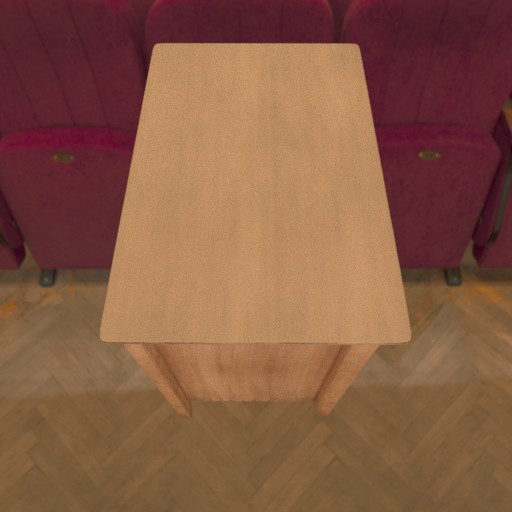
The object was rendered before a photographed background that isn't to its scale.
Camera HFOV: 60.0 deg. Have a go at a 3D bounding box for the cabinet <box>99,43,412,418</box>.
[{"bbox_3d":[0.000,0.000,1.222,0.503,0.762,0.763,0,60,0],"label":"cabinet"}]
